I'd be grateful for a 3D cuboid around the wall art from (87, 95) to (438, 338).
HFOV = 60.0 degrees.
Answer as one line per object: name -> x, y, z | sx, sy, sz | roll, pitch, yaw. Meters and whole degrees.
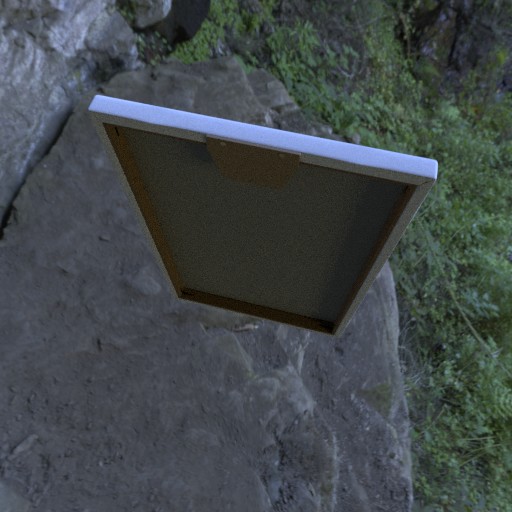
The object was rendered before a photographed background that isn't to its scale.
wall art -> 0.000, 0.000, 1.154 | 0.602, 0.916, 0.048 | 13, 64, 6
